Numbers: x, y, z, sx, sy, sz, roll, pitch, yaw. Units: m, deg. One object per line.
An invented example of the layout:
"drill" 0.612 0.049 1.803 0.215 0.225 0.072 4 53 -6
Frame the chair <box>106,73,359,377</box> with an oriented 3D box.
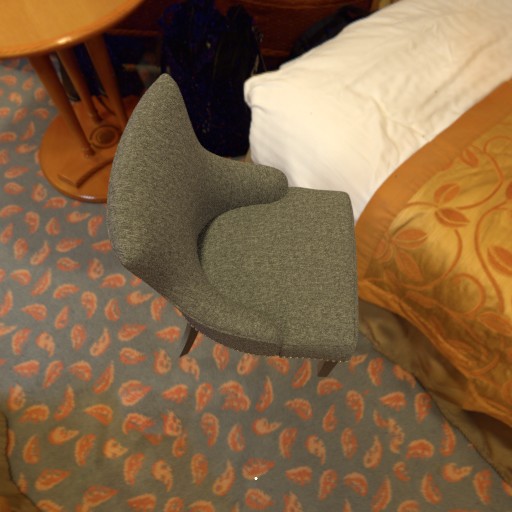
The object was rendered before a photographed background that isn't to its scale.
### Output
"chair" 0.000 0.000 1.345 0.629 0.909 0.566 3 63 2
